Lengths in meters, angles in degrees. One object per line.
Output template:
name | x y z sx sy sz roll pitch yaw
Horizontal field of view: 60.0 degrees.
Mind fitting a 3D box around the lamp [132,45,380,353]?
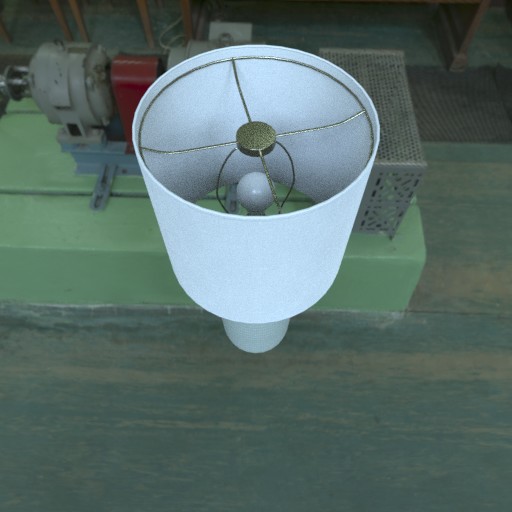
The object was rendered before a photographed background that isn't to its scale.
lamp | 0.000 0.000 0.601 0.220 0.475 0.220 1 59 0
